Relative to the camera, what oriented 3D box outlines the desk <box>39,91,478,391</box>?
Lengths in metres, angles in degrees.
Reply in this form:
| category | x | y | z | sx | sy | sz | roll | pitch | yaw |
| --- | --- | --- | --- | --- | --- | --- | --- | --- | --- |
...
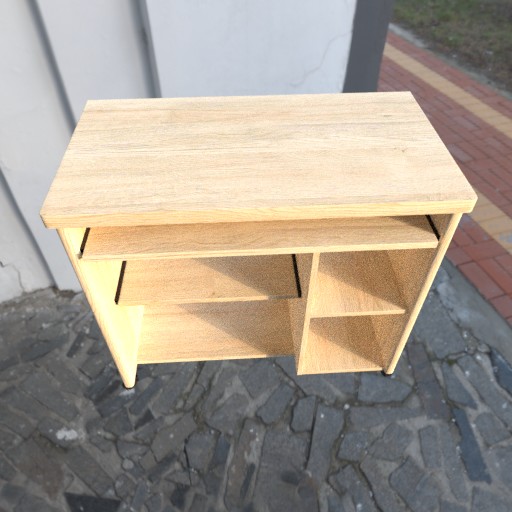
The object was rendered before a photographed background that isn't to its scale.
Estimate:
| category | x | y | z | sx | sy | sz | roll | pitch | yaw |
| --- | --- | --- | --- | --- | --- | --- | --- | --- | --- |
| desk | 0.000 | 0.000 | 1.326 | 0.885 | 0.770 | 0.480 | -2 | 46 | -2 |
